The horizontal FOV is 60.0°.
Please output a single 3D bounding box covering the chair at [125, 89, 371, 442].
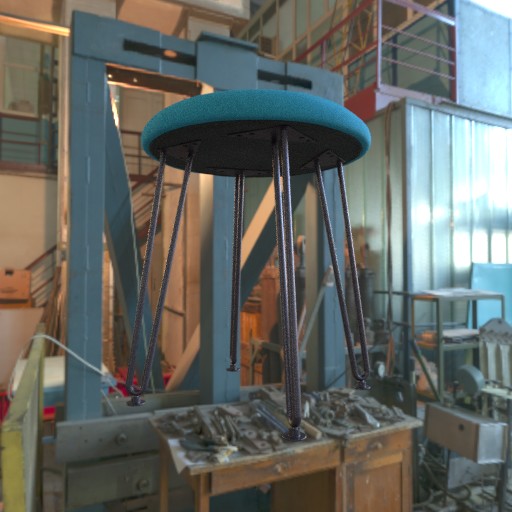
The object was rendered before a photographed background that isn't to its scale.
[{"bbox_3d":[0.000,0.000,0.691,0.350,0.430,0.350,-1,-2,19],"label":"chair"}]
